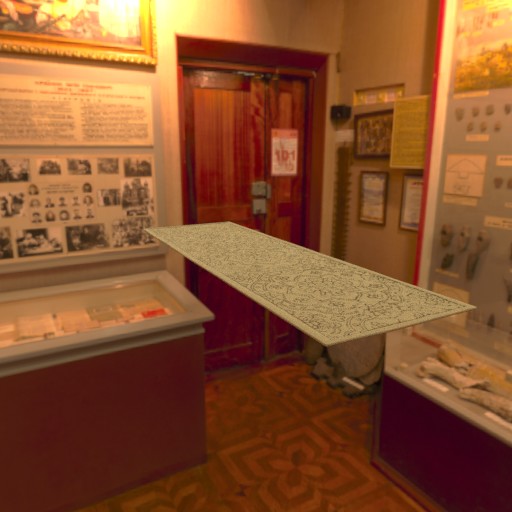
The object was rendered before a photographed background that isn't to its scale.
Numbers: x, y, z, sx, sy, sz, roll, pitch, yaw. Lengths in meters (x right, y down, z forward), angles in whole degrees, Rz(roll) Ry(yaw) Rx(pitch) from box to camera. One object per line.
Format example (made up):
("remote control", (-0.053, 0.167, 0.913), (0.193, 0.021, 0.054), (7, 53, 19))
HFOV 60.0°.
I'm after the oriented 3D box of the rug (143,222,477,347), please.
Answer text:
("rug", (0.000, 0.000, 2.689), (0.769, 0.012, 2.448), (-7, 15, -27))
